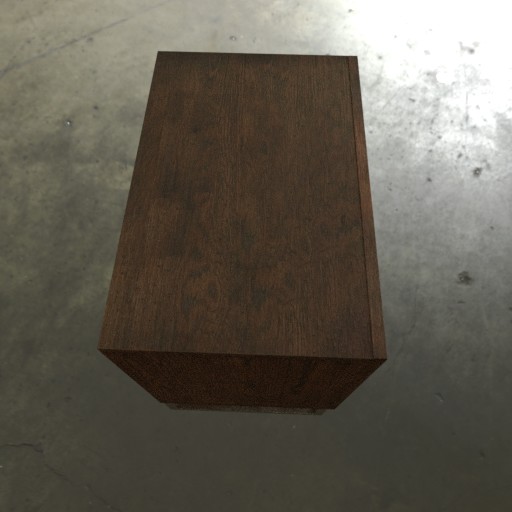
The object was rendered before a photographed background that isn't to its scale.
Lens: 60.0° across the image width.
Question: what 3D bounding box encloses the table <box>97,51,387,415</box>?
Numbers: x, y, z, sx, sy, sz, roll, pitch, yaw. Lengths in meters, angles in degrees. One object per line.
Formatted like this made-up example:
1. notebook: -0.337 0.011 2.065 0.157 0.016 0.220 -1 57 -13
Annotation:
1. table: 0.000 0.000 1.272 0.542 0.746 0.767 2 63 1
